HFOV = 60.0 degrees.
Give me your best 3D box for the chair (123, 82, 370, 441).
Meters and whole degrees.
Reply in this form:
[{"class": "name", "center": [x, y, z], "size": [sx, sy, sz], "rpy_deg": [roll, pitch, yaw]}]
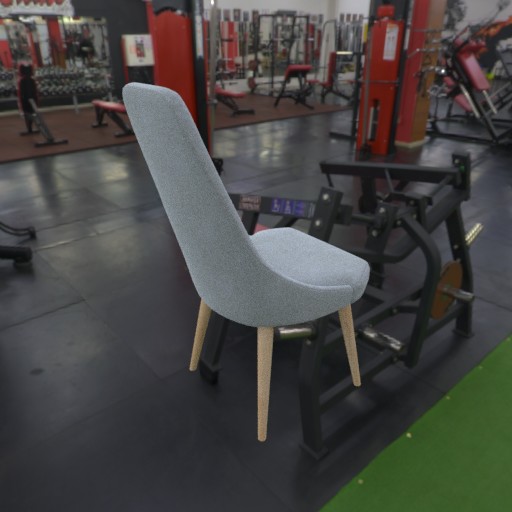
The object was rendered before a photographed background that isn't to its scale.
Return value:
[{"class": "chair", "center": [0.000, 0.000, 1.389], "size": [0.660, 1.040, 0.510], "rpy_deg": [-19, 32, -34]}]
